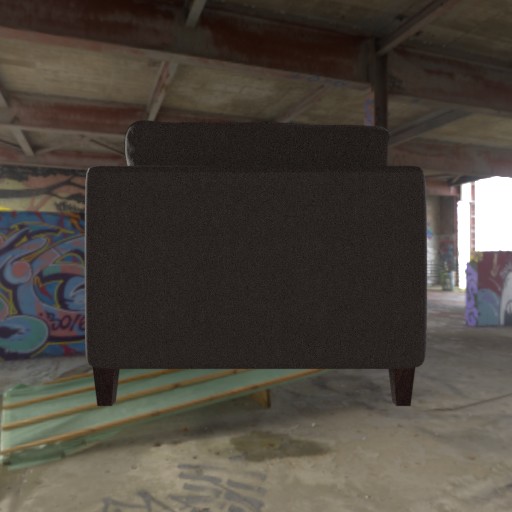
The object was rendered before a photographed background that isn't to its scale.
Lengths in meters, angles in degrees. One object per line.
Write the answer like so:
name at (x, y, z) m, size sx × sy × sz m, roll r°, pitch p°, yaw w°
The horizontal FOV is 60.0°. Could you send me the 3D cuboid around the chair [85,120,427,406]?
chair at (0.000, 0.000, 1.855) m, size 1.107 × 0.963 × 0.959 m, roll 0°, pitch 0°, yaw 0°
